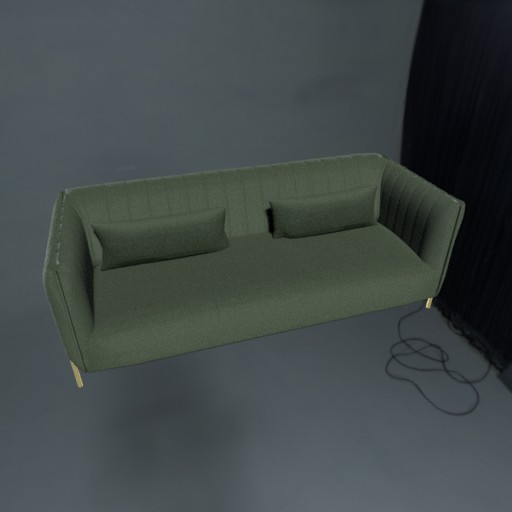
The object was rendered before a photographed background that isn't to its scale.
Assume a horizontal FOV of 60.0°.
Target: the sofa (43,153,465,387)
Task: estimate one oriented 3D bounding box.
[{"bbox_3d":[0.000,0.000,2.583,2.137,0.793,0.896,-10,34,-15],"label":"sofa"}]
